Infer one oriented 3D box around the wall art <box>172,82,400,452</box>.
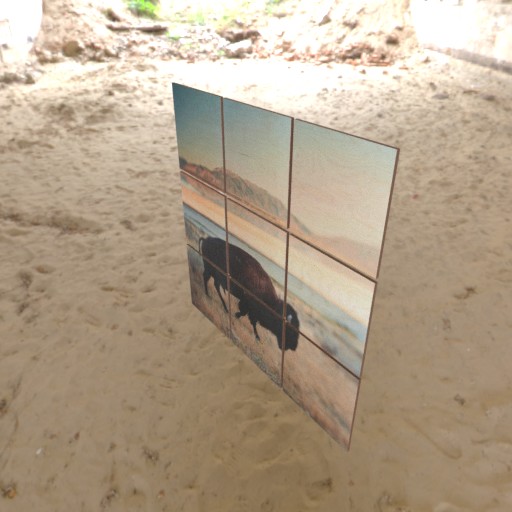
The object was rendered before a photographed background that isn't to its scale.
[{"bbox_3d":[0.000,0.000,1.864,0.019,1.218,1.221,-21,37,-31],"label":"wall art"}]
